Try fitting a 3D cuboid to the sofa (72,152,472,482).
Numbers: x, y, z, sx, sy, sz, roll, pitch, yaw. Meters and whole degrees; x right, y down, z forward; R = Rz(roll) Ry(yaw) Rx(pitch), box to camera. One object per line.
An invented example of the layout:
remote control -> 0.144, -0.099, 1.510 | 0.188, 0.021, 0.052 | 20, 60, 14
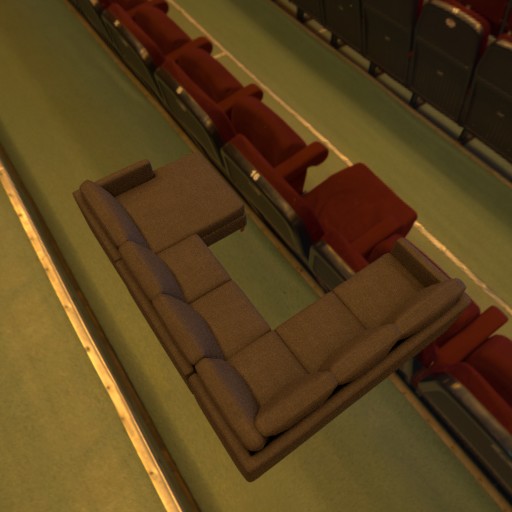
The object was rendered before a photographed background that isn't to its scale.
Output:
sofa -> 0.000, 0.000, 4.715 | 2.594, 0.961, 3.460 | -31, 62, -18
